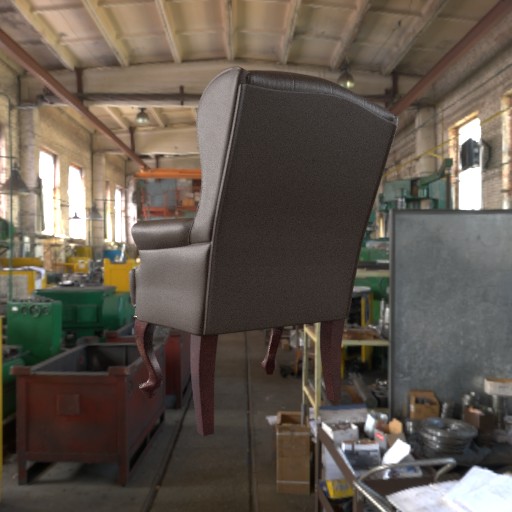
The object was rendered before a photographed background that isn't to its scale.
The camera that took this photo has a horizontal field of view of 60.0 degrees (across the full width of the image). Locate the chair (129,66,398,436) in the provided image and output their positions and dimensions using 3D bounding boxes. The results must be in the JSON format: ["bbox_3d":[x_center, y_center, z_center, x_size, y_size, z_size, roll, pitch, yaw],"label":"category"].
[{"bbox_3d":[0.000,0.000,1.690,0.829,1.132,0.819,0,0,-35],"label":"chair"}]
